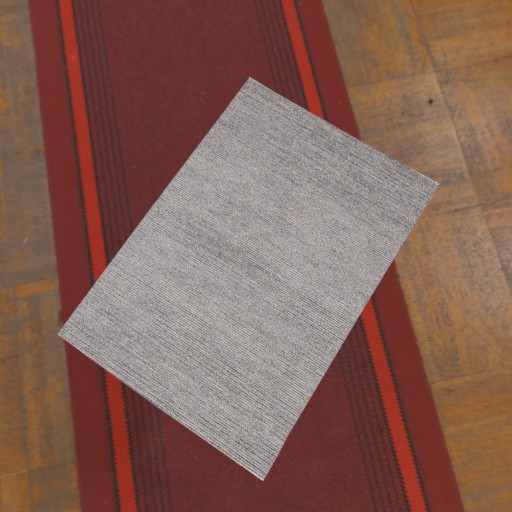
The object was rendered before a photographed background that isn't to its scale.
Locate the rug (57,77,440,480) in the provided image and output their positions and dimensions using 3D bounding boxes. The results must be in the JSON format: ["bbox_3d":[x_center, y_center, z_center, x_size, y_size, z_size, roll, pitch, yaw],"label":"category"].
[{"bbox_3d":[0.000,0.000,3.009,1.604,0.030,2.307,32,78,8],"label":"rug"}]
